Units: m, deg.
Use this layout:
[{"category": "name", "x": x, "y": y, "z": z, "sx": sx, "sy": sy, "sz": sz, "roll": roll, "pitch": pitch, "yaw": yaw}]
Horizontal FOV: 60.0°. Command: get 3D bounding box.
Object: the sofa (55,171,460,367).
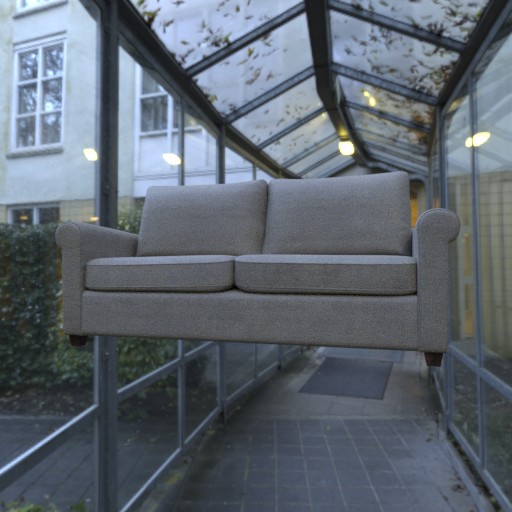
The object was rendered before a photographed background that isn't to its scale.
[{"category": "sofa", "x": 0.000, "y": 0.000, "z": 2.424, "sx": 1.935, "sy": 0.942, "sz": 0.842, "roll": -1, "pitch": -2, "yaw": 16}]
